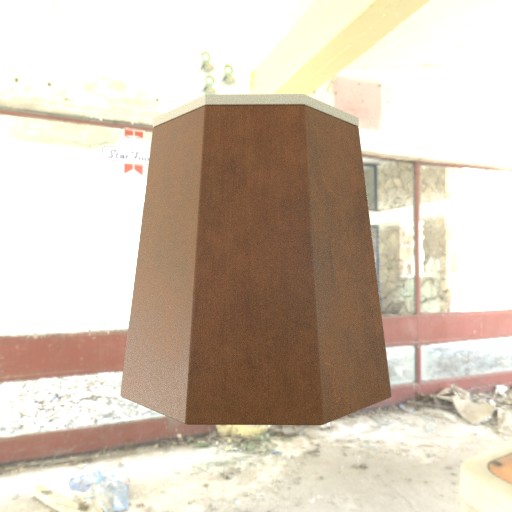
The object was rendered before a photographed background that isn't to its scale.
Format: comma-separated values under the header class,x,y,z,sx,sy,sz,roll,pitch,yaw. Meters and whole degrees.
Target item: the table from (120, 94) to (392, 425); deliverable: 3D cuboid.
class,x,y,z,sx,sy,sz,roll,pitch,yaw
table,0.000,0.000,0.803,0.439,0.457,0.439,0,-2,-1
